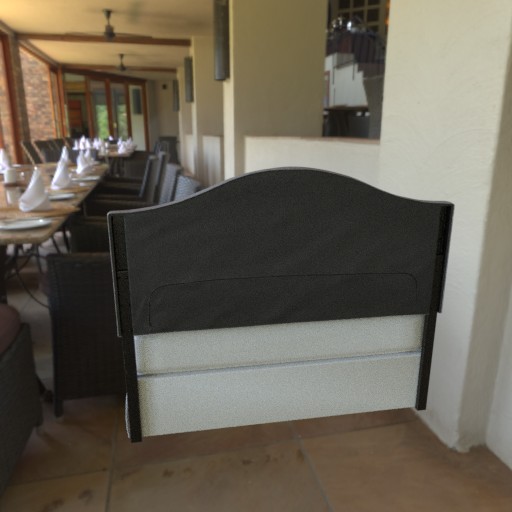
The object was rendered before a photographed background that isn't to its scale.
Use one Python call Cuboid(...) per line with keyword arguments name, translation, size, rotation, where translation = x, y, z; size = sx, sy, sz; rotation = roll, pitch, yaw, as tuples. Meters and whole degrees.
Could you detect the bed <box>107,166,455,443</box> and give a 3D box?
Cuboid(name="bed", translation=(0.000, 0.000, 2.956), size=(1.610, 1.295, 1.870), rotation=(-3, 16, -10))
